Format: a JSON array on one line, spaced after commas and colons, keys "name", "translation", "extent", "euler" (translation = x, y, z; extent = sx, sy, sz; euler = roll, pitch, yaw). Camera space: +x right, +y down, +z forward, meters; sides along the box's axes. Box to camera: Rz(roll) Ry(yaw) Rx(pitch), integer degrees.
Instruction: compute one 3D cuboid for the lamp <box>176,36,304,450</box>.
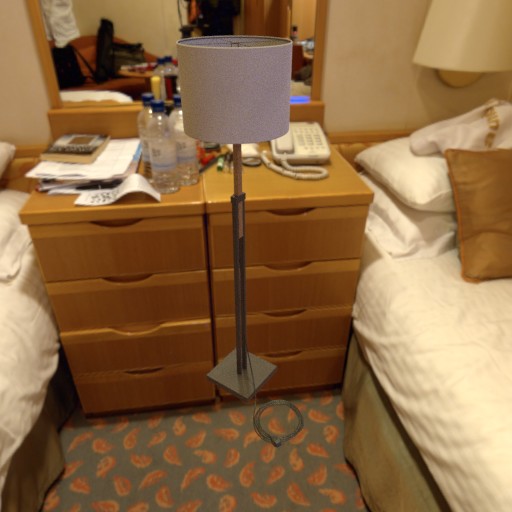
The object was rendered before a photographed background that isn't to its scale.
[{"name": "lamp", "translation": [0.000, 0.000, 1.903], "extent": [0.639, 1.650, 0.474], "euler": [20, 36, 30]}]
